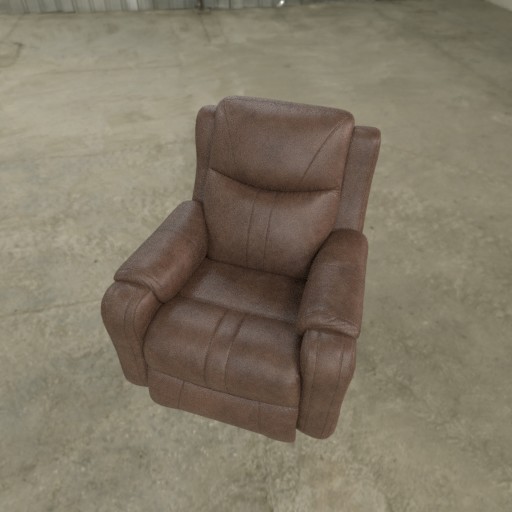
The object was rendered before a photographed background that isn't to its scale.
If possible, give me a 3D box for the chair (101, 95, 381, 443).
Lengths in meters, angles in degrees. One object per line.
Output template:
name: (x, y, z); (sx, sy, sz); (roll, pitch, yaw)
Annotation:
chair: (0.000, 0.000, 1.840); (0.940, 0.990, 1.067); (12, 44, 13)
